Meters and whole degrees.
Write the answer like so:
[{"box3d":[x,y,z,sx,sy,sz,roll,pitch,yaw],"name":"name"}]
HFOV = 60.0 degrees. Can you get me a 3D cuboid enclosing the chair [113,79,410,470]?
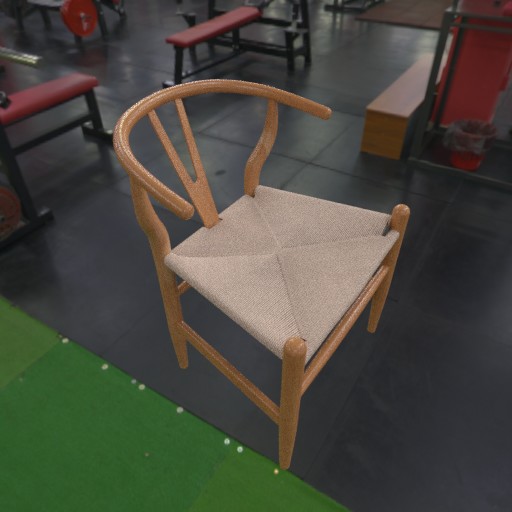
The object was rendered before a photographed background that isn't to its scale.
[{"box3d":[0.000,0.000,1.142,0.579,0.730,0.569,24,46,26],"name":"chair"}]
